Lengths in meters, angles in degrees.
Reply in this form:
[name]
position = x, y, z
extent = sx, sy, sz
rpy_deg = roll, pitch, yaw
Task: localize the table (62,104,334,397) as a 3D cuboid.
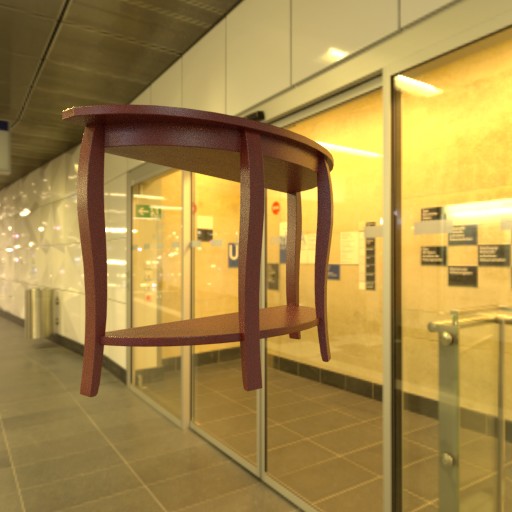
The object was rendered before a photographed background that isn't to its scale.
[table]
position = 0.000, 0.000, 1.567
extent = 0.405, 0.779, 1.219
rpy_deg = 0, -1, 37
